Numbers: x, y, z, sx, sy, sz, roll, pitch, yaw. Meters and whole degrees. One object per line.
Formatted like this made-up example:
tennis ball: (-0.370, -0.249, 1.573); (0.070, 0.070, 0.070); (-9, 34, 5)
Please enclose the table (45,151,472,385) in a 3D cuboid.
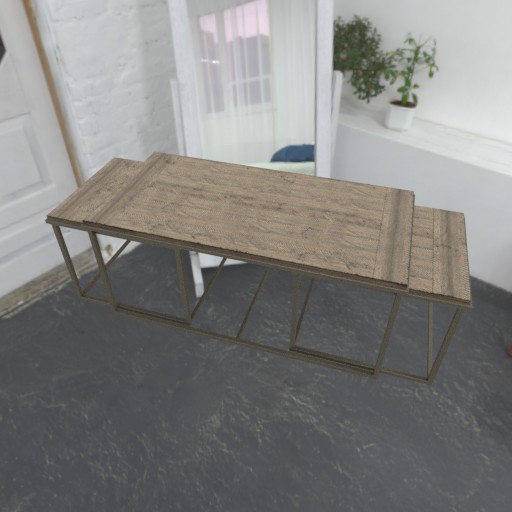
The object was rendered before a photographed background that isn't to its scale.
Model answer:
table: (0.000, 0.000, 1.563); (1.312, 0.427, 0.489); (11, 41, 13)
